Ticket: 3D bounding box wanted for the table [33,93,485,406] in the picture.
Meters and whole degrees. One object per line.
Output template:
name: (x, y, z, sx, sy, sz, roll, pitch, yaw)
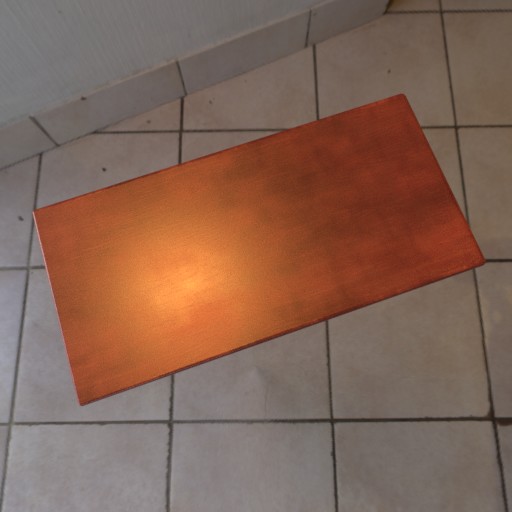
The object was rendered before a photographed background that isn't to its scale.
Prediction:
table: (0.000, 0.000, 1.489, 1.171, 0.485, 0.580, -19, 77, -5)
